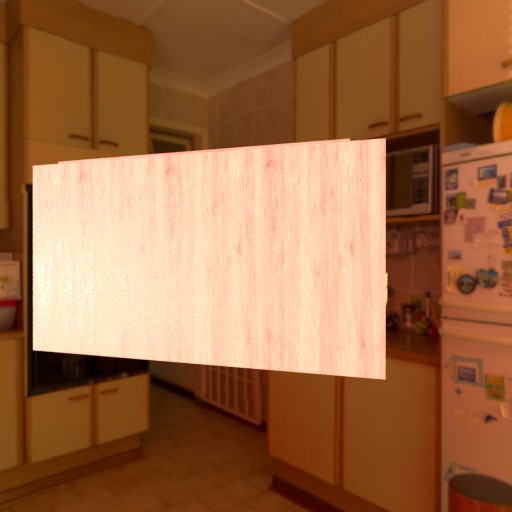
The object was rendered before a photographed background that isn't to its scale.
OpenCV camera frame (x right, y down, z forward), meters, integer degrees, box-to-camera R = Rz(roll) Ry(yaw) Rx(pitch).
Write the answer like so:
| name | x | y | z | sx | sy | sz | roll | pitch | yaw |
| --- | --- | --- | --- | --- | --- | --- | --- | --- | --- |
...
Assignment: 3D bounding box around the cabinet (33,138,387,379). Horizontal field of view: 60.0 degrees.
| name | x | y | z | sx | sy | sz | roll | pitch | yaw |
| --- | --- | --- | --- | --- | --- | --- | --- | --- | --- |
| cabinet | 0.000 | 0.000 | 3.012 | 1.750 | 0.970 | 2.080 | 0 | 0 | 18 |
